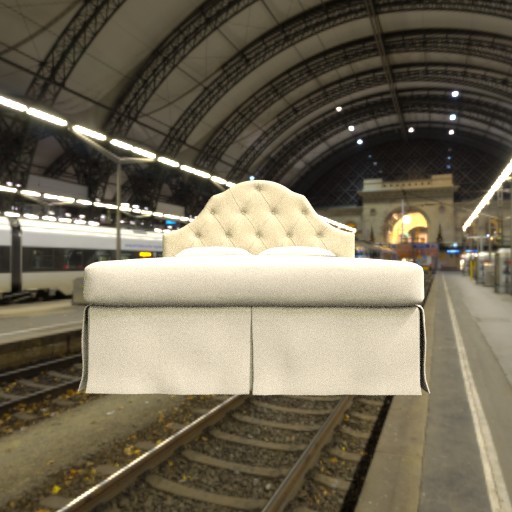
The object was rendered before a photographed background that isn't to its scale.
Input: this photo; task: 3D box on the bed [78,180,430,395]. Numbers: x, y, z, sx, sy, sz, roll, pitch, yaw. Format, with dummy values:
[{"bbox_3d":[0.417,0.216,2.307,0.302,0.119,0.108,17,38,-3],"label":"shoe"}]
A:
[{"bbox_3d":[0.000,0.000,3.450,2.012,1.555,2.086,0,-1,1],"label":"bed"}]
